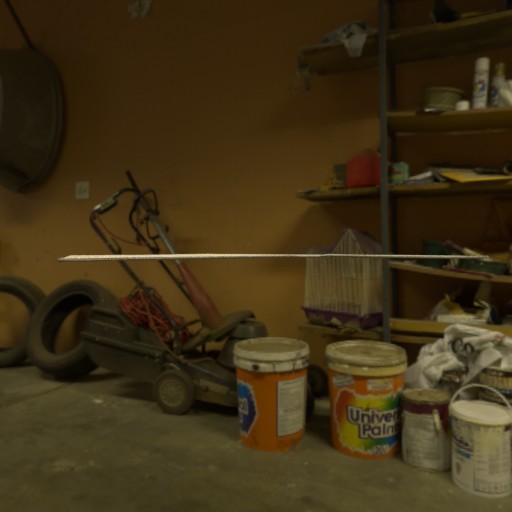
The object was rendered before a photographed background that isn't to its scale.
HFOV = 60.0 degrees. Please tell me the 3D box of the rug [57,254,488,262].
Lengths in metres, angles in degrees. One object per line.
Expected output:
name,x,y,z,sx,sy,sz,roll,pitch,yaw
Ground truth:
rug,0.000,0.000,2.954,2.342,0.030,1.609,0,1,-20
